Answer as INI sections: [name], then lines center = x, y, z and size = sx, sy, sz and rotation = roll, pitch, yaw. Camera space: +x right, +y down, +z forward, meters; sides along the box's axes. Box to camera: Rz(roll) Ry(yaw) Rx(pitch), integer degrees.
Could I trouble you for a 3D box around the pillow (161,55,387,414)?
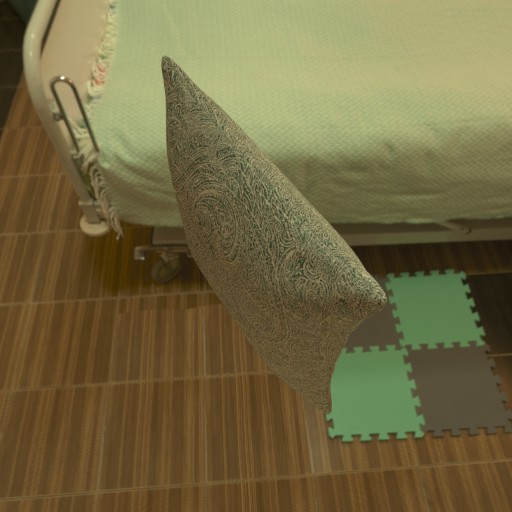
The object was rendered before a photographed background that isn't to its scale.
[pillow]
center = 0.000, 0.000, 0.800
size = 0.166, 0.507, 0.526
rotation = -29, 62, -17
